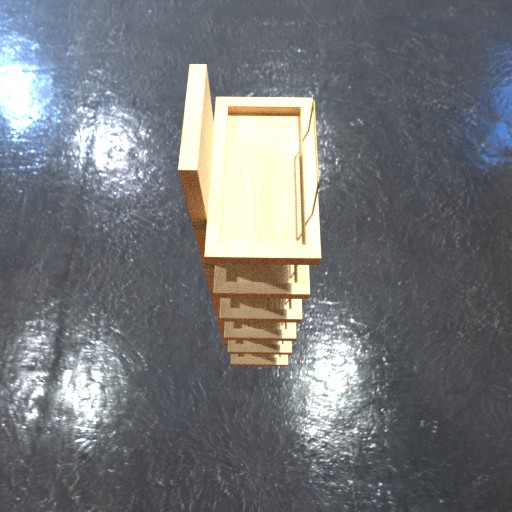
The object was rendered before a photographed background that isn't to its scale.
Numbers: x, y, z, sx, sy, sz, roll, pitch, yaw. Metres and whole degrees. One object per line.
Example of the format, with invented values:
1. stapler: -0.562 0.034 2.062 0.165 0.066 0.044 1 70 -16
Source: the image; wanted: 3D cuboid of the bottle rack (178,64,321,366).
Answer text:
1. bottle rack: 0.000 0.000 1.062 0.206 0.943 0.330 1 64 0
